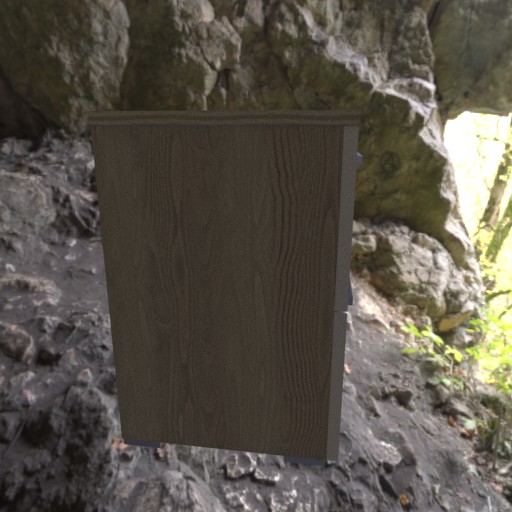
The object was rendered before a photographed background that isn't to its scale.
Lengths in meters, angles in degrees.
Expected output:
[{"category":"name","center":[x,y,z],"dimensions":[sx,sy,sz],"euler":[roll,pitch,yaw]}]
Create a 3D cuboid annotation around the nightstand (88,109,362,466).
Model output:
[{"category":"nightstand","center":[0.000,0.000,0.762],"dimensions":[0.325,0.461,0.442],"euler":[2,16,8]}]
